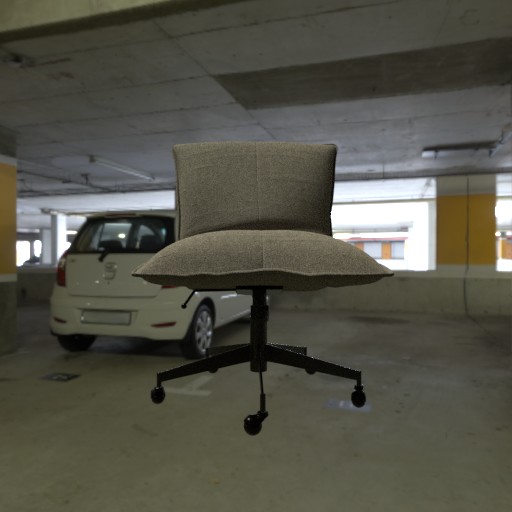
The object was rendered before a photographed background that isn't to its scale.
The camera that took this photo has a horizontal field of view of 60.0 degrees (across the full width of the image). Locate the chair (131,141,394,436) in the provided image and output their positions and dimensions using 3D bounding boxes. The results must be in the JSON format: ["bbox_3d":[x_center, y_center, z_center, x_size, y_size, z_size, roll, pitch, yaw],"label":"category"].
[{"bbox_3d":[0.000,0.000,1.273,0.597,0.811,0.696,0,0,-1],"label":"chair"}]
